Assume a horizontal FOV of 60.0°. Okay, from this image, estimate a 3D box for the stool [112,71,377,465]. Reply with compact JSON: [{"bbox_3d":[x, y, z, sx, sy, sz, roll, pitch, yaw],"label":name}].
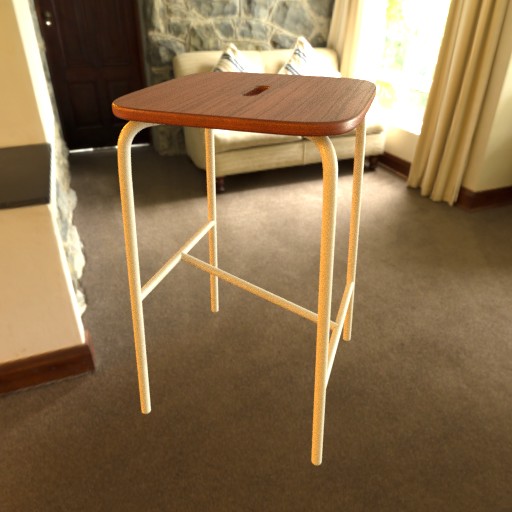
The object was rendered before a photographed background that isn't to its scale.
[{"bbox_3d":[0.000,0.000,0.858,0.376,0.610,0.376,10,32,16],"label":"stool"}]
